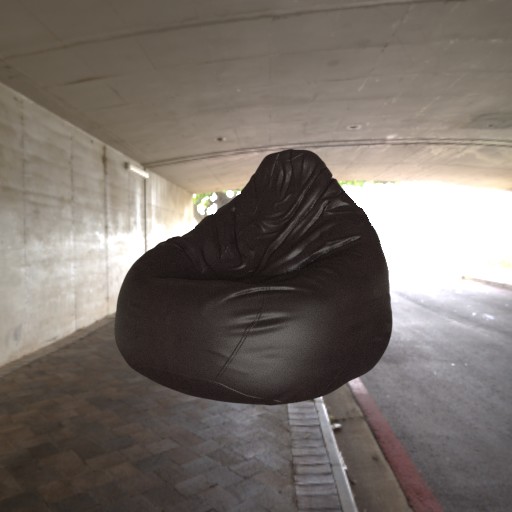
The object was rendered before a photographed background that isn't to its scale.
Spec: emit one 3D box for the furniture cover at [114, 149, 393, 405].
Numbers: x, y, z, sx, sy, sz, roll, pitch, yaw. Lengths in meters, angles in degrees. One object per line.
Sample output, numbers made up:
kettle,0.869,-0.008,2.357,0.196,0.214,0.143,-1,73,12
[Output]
furniture cover,0.000,0.000,1.910,1.070,0.990,1.070,2,3,34
